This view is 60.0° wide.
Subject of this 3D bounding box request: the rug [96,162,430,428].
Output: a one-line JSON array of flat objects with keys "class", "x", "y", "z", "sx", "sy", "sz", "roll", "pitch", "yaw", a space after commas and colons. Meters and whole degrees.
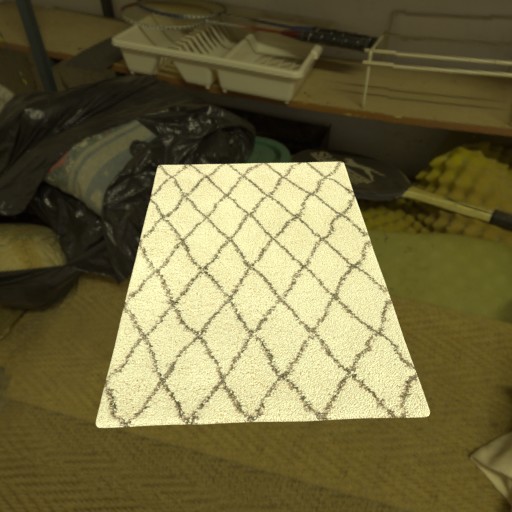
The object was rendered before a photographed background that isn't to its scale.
[{"class": "rug", "x": 0.000, "y": 0.000, "z": 2.261, "sx": 1.219, "sy": 0.030, "sz": 1.778, "roll": -1, "pitch": 43, "yaw": -1}]
